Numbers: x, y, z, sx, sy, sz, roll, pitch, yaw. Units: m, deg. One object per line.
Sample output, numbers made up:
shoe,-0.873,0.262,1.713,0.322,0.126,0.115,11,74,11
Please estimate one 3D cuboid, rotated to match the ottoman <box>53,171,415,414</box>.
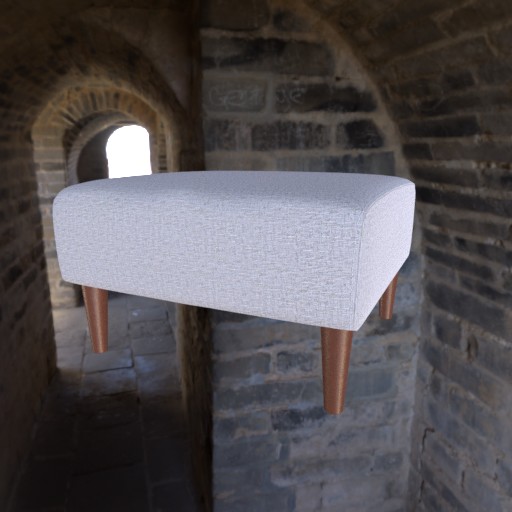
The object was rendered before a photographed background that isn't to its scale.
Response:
ottoman,0.000,0.000,1.080,0.655,0.399,0.648,6,15,25
